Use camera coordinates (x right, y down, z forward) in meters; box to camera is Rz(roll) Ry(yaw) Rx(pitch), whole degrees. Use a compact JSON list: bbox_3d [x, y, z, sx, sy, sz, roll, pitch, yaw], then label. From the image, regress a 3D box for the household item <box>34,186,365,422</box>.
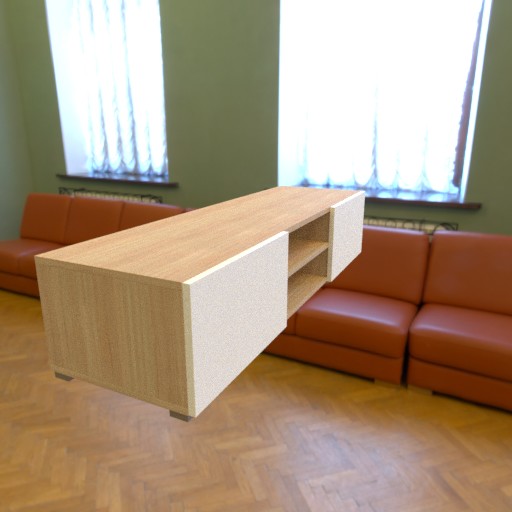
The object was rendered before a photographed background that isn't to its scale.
[{"bbox_3d":[0.000,0.000,1.552,0.420,0.310,1.400,8,18,25],"label":"household item"}]
